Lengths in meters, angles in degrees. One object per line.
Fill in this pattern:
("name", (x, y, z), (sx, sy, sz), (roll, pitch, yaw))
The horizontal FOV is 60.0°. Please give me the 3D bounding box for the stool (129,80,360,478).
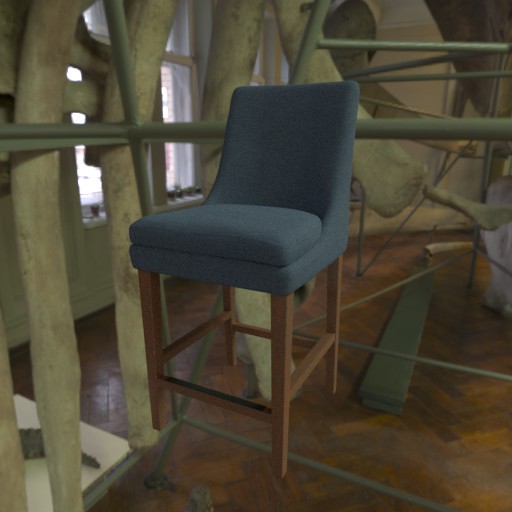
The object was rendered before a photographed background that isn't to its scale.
("stool", (0.000, 0.000, 1.292), (0.470, 0.981, 0.577), (8, 18, 27))
